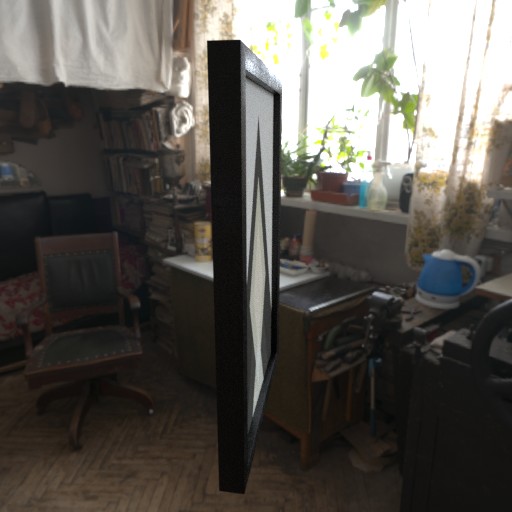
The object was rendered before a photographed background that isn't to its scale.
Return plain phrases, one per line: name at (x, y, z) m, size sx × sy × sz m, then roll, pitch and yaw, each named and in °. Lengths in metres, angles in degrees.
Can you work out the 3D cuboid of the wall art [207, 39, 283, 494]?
wall art at (0.000, 0.000, 0.577) m, size 0.031 × 0.457 × 0.313 m, roll 3°, pitch 16°, yaw 9°
